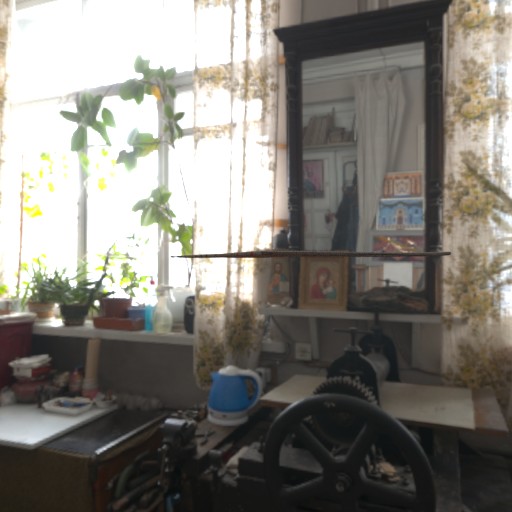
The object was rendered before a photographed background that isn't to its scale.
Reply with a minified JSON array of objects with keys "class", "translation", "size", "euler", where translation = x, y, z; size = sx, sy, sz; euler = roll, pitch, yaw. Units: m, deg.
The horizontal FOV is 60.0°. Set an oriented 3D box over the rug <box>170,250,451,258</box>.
[{"class":"rug","translation":[0.000,0.000,2.666],"size":[0.744,0.022,2.419],"euler":[0,0,-18]}]
